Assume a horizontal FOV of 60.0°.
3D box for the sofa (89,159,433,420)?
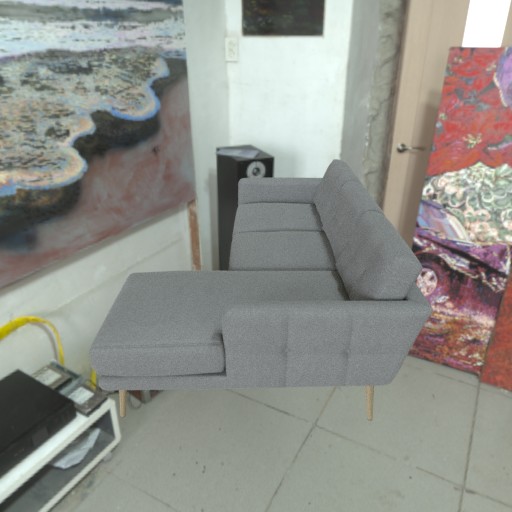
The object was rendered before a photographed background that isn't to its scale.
[{"bbox_3d":[0.000,0.000,2.889,1.530,0.860,2.040,0,26,0],"label":"sofa"}]
